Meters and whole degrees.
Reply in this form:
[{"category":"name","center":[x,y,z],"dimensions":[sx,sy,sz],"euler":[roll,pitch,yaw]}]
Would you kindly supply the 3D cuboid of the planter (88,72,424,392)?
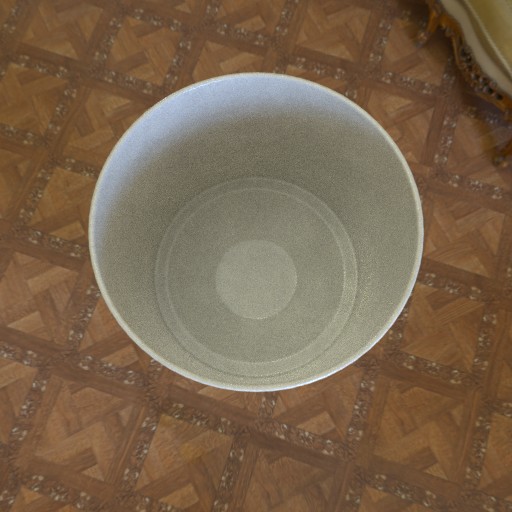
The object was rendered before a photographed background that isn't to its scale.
[{"category":"planter","center":[0.000,0.000,0.446],"dimensions":[0.250,0.239,0.250],"euler":[0,76,0]}]
